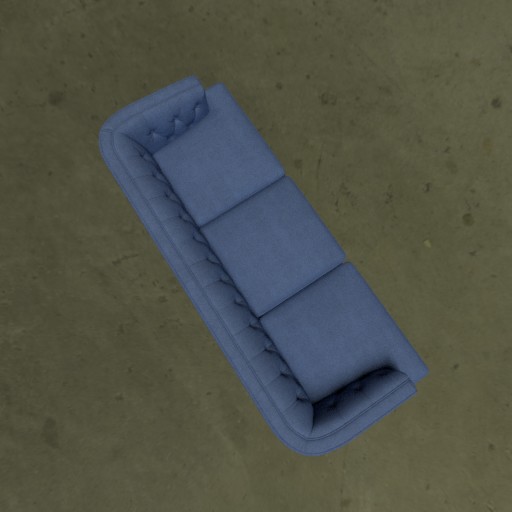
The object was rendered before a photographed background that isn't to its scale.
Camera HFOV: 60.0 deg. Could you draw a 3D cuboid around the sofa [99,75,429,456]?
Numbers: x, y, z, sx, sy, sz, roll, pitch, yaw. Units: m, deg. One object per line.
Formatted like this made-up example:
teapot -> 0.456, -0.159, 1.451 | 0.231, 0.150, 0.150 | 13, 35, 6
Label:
sofa -> 0.000, 0.000, 2.703 | 0.914, 0.787, 2.235 | -32, 79, -7
